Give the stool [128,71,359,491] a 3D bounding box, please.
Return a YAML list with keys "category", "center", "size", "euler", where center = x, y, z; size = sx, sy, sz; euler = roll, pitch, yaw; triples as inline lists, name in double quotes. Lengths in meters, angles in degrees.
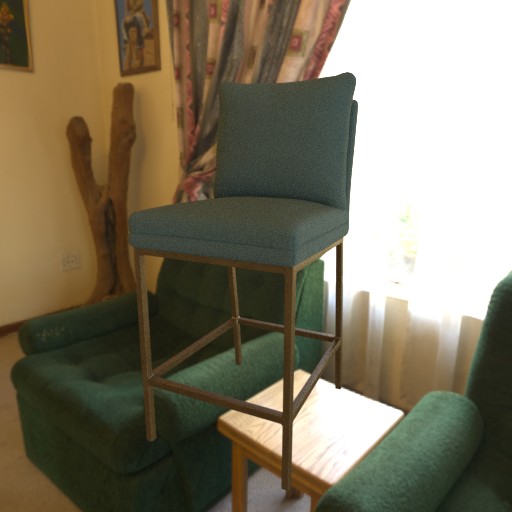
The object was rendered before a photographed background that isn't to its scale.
- category: "stool"
  center: [0.000, 0.000, 1.301]
  size: [0.463, 1.032, 0.568]
  euler: [7, 16, 25]
